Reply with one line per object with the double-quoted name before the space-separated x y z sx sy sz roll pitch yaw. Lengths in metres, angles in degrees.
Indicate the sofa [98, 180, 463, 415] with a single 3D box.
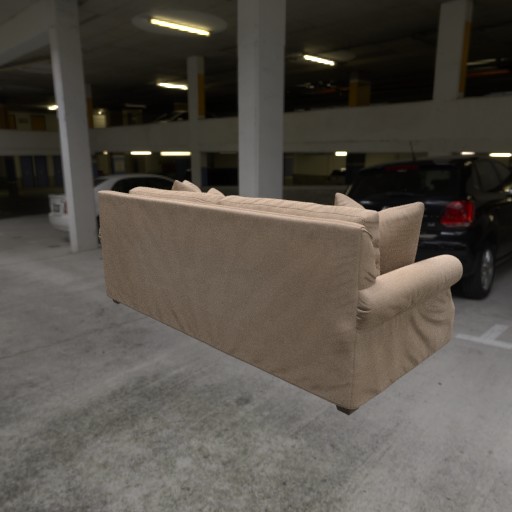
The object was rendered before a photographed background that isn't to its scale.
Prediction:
"sofa" 0.000 0.000 2.835 2.285 0.904 1.067 13 19 43
